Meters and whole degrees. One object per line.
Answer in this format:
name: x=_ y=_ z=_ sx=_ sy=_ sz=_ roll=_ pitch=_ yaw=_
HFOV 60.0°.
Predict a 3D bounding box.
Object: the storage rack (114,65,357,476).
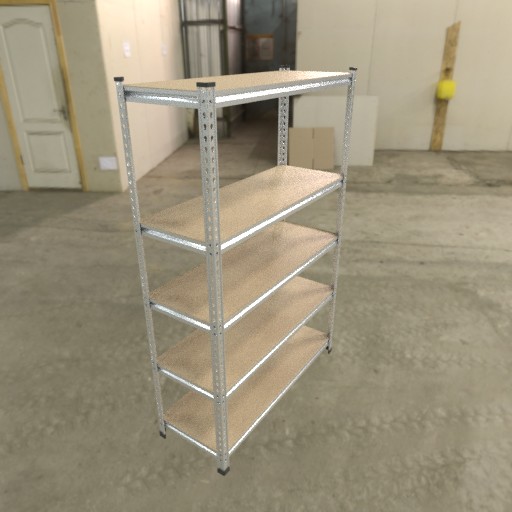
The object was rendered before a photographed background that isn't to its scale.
storage rack: x=0.000 y=0.000 z=2.377 sx=0.457 sy=1.829 sz=1.219 roll=17 pitch=30 yaw=31
